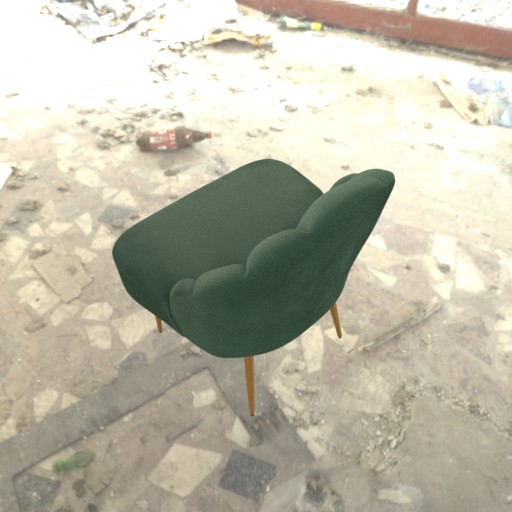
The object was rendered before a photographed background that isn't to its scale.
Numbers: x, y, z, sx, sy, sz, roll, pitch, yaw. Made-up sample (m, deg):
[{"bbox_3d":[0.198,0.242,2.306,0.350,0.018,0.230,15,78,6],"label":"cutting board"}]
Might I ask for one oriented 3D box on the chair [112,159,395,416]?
[{"bbox_3d":[0.000,0.000,1.284,0.657,0.819,0.599,-34,56,-27],"label":"chair"}]
